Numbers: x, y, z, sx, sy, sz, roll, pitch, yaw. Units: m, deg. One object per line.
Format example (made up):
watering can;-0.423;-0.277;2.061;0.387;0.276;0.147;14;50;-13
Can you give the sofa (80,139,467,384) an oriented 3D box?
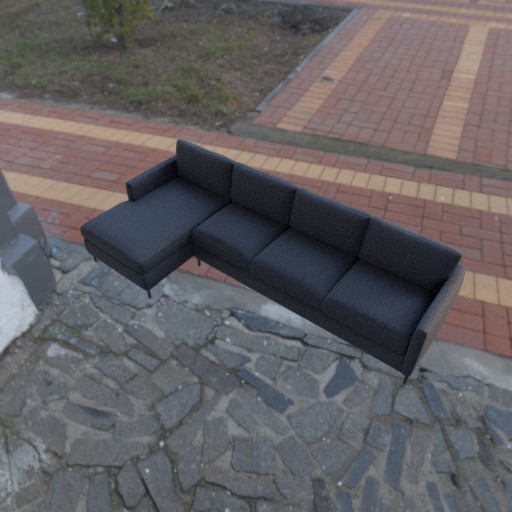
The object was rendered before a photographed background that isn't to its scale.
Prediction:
sofa;0.000;0.000;3.023;2.445;0.673;1.125;27;49;27
